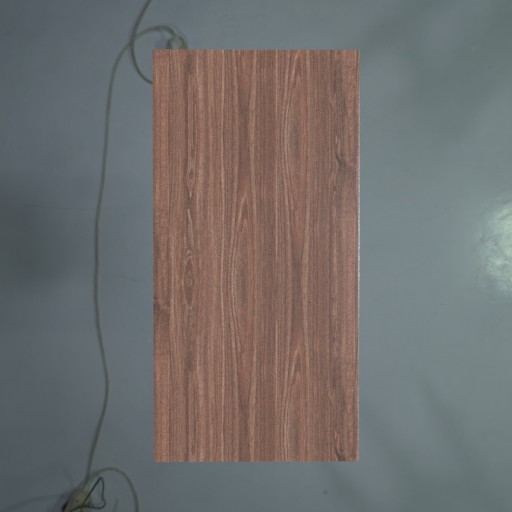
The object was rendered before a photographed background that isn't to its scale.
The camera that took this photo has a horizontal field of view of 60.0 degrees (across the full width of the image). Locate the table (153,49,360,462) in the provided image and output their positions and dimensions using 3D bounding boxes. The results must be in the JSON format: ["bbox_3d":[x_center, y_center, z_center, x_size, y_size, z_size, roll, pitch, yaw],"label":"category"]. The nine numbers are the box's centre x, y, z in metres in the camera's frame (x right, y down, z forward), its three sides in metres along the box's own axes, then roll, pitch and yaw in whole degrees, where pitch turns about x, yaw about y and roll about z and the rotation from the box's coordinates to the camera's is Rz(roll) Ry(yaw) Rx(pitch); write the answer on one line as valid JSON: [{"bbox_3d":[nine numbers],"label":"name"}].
[{"bbox_3d":[0.000,0.000,1.491,0.600,0.400,1.200,0,91,0],"label":"table"}]
